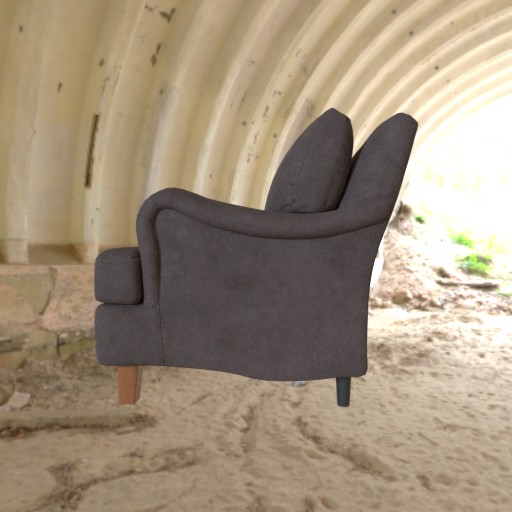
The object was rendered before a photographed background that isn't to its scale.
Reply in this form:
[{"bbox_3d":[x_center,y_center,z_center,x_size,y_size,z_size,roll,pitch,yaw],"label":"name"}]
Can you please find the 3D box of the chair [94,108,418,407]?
[{"bbox_3d":[0.000,0.000,1.855,1.070,0.997,0.955,0,0,2],"label":"chair"}]
